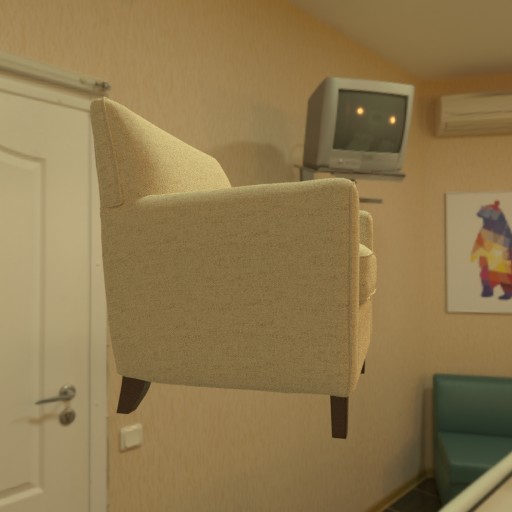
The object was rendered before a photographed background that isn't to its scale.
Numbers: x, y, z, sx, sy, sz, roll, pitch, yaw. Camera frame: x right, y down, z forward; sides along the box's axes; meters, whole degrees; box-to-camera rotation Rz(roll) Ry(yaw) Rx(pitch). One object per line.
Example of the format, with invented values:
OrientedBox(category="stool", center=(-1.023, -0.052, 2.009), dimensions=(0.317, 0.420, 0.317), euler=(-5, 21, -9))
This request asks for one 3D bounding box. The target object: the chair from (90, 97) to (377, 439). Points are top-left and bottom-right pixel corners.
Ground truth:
OrientedBox(category="chair", center=(0.000, 0.000, 1.584), dimensions=(0.823, 0.943, 0.870), euler=(0, -1, 17))
